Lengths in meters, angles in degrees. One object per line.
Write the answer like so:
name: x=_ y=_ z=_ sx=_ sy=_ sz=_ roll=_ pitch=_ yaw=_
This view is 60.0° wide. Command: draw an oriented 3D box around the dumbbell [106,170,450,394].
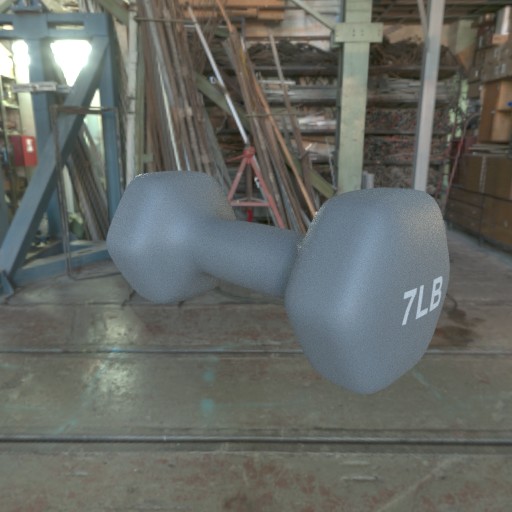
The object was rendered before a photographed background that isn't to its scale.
dumbbell: x=0.000 y=0.000 z=0.234 sx=0.090 sy=0.081 sz=0.184 roll=-14 pitch=21 yaw=-43
